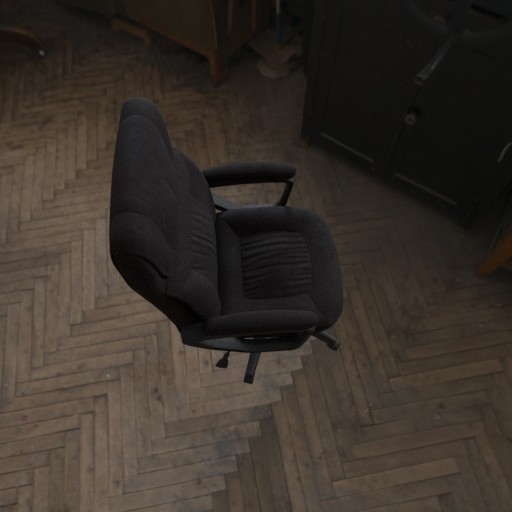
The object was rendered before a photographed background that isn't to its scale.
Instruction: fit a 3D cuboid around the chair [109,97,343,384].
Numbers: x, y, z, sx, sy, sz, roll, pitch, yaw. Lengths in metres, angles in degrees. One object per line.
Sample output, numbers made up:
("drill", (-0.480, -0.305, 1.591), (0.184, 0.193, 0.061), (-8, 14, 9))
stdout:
("chair", (0.000, 0.000, 1.566), (0.724, 1.105, 0.667), (-4, 62, -2))
